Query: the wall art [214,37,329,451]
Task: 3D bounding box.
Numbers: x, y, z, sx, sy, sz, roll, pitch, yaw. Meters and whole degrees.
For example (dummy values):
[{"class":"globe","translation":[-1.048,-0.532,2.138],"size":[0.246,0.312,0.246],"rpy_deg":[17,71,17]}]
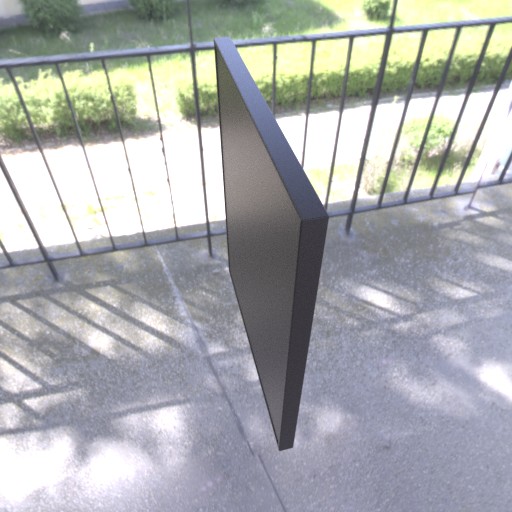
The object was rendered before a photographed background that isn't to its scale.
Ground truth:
[{"class":"wall art","translation":[0.000,0.000,0.753],"size":[0.028,0.551,0.451],"rpy_deg":[-10,47,-10]}]
